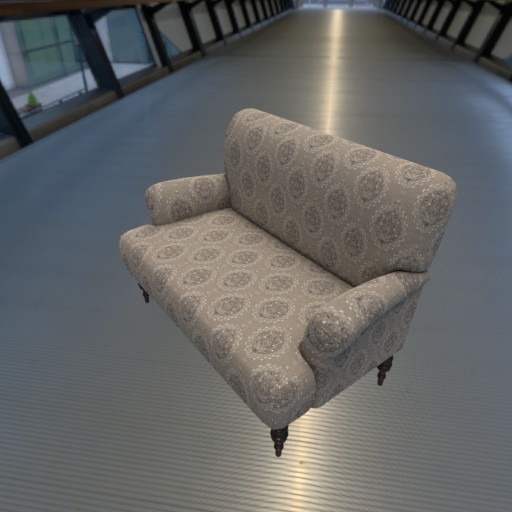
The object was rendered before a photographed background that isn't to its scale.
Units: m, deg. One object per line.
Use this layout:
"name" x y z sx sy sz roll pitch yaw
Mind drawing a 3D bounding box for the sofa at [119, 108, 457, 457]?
"sofa" 0.000 0.000 1.846 0.779 0.889 1.297 -21 38 -30
